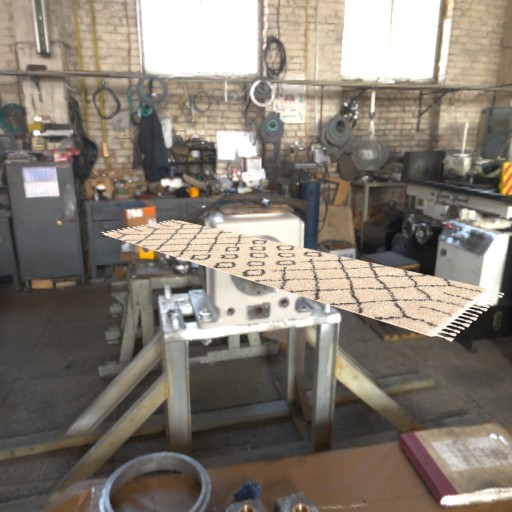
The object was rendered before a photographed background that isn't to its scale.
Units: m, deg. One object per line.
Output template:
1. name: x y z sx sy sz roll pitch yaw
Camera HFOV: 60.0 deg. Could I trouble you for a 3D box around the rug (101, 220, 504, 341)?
1. rug: 0.000 0.000 2.570 2.464 0.005 0.660 14 21 41
